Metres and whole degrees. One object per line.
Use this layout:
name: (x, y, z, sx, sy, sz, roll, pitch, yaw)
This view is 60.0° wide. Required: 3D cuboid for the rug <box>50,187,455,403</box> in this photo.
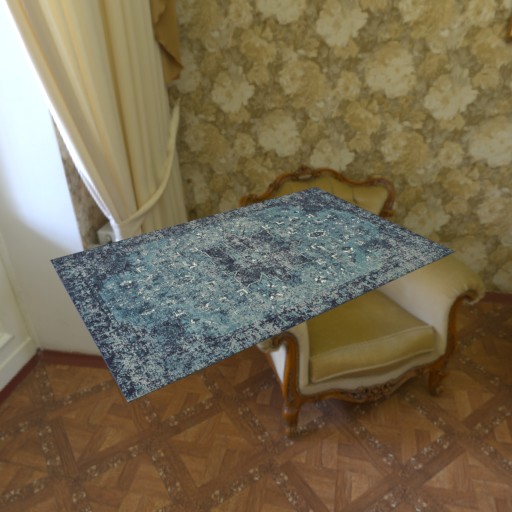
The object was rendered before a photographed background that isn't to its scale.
rug: (0.000, 0.000, 3.140, 2.440, 0.007, 1.525, -19, 35, -29)
